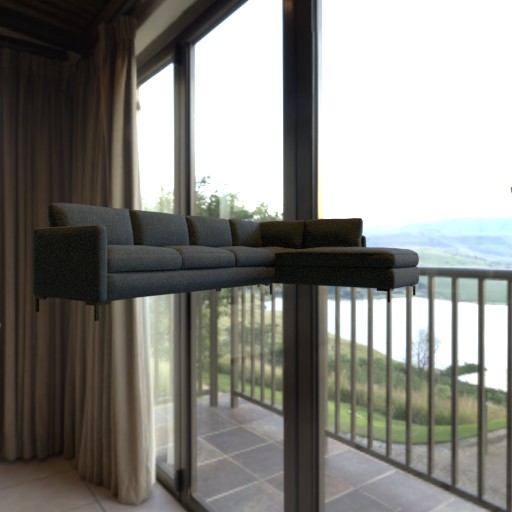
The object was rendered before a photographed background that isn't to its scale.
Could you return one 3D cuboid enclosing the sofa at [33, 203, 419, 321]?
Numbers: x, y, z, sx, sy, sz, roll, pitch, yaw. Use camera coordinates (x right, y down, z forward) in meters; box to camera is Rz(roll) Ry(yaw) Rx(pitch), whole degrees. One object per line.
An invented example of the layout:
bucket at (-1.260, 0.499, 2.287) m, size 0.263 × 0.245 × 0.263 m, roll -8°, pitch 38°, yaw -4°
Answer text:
sofa at (0.000, 0.000, 3.873) m, size 2.007 × 0.815 × 2.949 m, roll 0°, pitch 1°, yaw 36°
